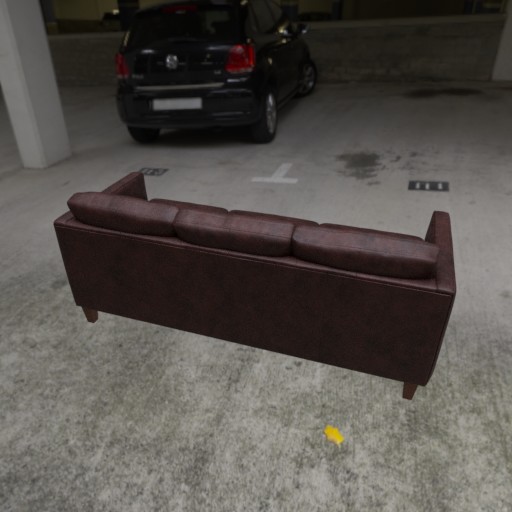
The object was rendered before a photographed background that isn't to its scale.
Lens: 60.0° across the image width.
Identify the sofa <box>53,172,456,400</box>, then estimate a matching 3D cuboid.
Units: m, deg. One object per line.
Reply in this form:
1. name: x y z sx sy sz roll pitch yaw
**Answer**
1. sofa: 0.000 0.000 3.105 2.464 1.006 1.045 10 33 16
